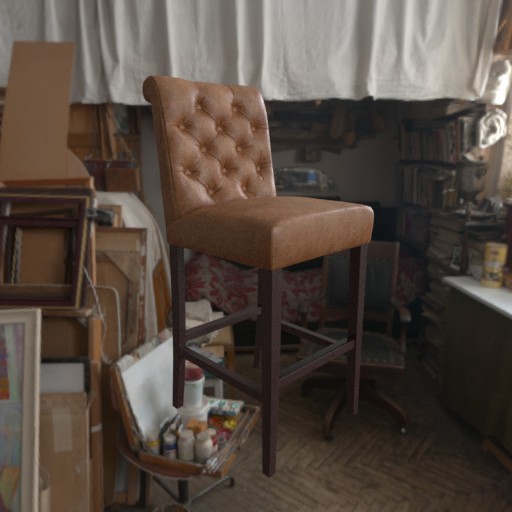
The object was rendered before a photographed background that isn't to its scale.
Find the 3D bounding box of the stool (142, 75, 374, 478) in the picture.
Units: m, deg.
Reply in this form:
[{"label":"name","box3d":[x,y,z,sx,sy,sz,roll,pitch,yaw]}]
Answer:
[{"label":"stool","box3d":[0.000,0.000,1.484,0.493,1.140,0.601,-14,20,-43]}]
